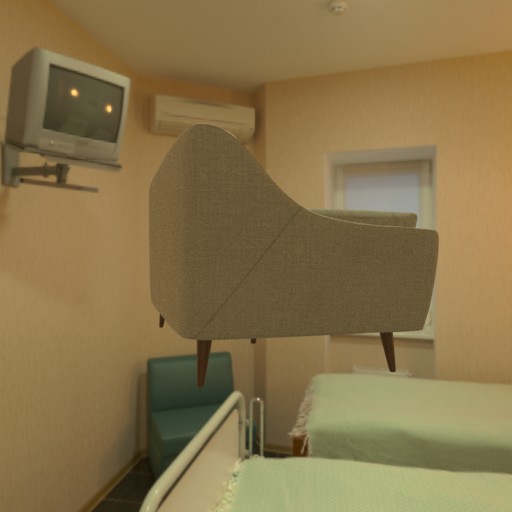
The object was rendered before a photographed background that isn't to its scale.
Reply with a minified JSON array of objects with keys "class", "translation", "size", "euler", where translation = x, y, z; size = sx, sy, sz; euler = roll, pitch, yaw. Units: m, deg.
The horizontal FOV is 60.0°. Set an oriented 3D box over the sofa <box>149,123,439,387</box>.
[{"class":"sofa","translation":[0.000,0.000,2.243],"size":[0.965,0.888,1.652],"euler":[0,0,-18]}]
